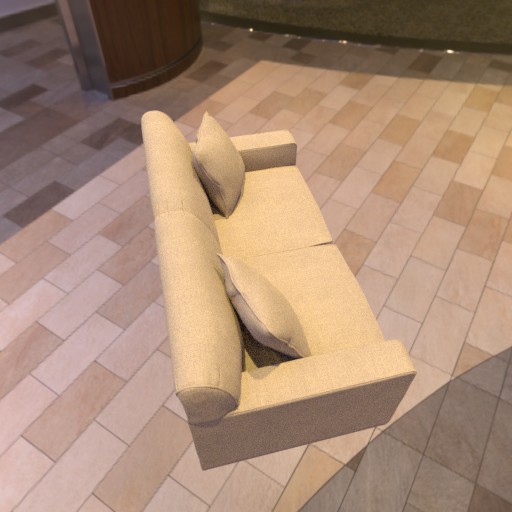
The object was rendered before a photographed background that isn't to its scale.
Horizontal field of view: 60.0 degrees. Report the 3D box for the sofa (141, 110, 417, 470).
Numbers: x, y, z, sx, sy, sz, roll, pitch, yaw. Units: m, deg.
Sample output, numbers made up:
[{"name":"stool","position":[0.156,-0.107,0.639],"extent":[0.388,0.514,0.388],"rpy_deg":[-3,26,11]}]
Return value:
[{"name":"sofa","position":[0.000,0.000,2.448],"extent":[0.998,0.958,1.846],"rpy_deg":[-10,49,-9]}]
